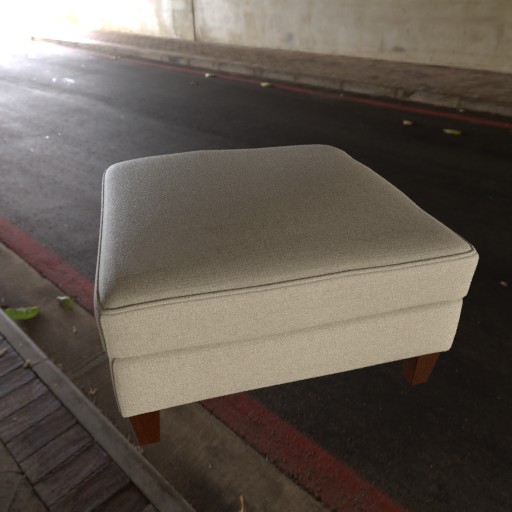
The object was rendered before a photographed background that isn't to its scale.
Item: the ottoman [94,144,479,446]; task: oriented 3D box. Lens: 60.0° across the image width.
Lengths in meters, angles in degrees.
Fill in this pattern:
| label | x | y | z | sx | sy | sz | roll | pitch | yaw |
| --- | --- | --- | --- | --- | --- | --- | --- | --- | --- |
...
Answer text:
| label | x | y | z | sx | sy | sz | roll | pitch | yaw |
| --- | --- | --- | --- | --- | --- | --- | --- | --- | --- |
| ottoman | 0.000 | 0.000 | 1.321 | 0.838 | 0.478 | 0.838 | -8 | 32 | -13 |
